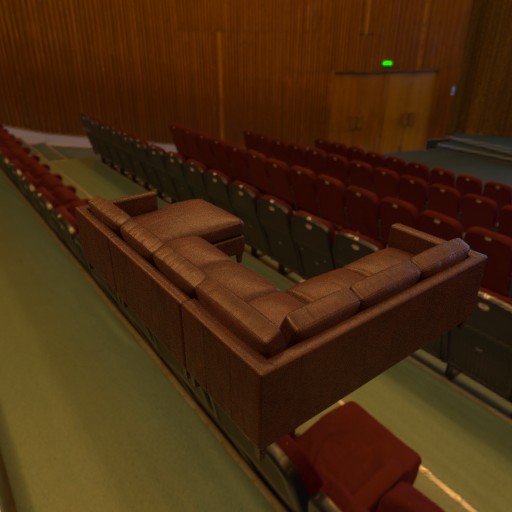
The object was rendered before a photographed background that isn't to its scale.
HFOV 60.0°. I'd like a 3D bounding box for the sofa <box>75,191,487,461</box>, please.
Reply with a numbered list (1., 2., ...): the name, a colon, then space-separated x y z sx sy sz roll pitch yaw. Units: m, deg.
1. sofa: 0.000 0.000 4.422 2.452 0.891 3.324 -19 32 -33
